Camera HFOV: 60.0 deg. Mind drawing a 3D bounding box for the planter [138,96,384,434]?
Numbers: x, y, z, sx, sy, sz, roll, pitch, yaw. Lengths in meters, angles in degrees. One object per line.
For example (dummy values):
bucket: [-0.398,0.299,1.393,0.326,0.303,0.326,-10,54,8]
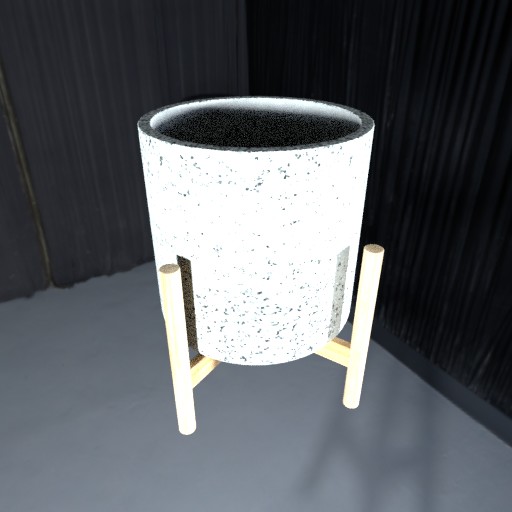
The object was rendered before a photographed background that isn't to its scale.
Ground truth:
planter: [0.000,0.000,0.686,0.360,0.419,0.360,-18,35,-28]
